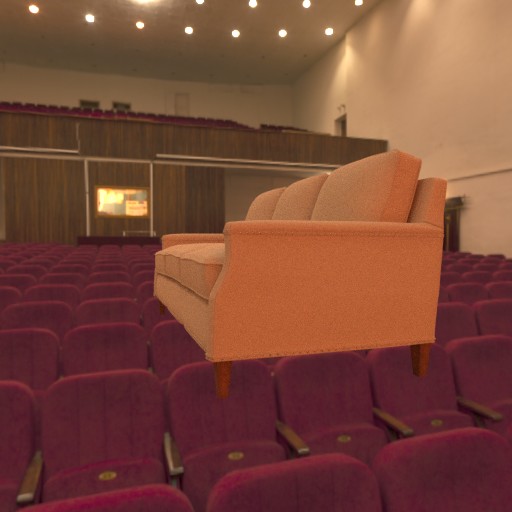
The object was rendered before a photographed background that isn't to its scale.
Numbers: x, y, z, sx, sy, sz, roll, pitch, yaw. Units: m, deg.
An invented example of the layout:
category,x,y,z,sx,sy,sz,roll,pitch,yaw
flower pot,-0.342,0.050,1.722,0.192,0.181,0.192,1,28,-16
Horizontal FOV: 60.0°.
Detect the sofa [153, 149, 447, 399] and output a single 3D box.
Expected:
category,x,y,z,sx,sy,sz,roll,pitch,yaw
sofa,0.000,0.000,2.800,1.084,1.003,2.246,0,1,-18
